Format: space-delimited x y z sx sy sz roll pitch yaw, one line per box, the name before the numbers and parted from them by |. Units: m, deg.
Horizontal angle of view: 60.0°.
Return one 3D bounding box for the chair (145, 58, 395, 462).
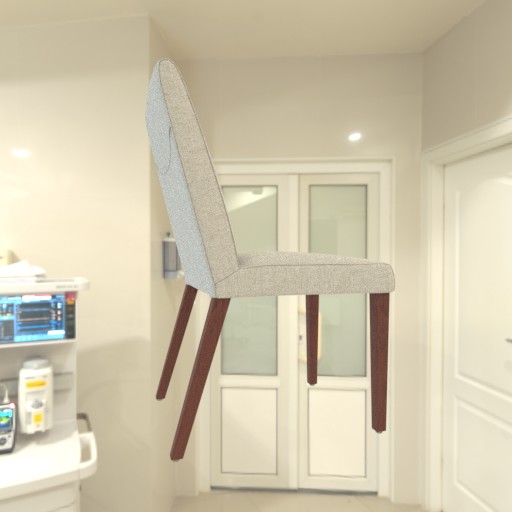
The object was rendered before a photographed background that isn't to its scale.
chair | 0.000 0.000 1.250 0.594 0.900 0.480 0 1 -17
